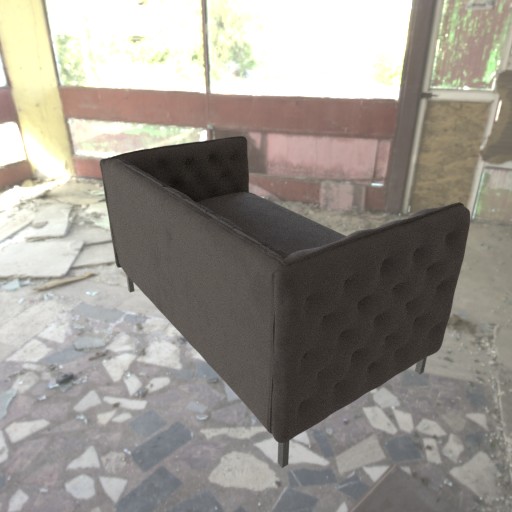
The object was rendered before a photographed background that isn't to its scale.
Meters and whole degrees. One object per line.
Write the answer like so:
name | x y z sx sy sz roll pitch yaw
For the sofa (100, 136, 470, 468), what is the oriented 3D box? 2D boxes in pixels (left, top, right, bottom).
sofa | 0.000 0.000 2.119 0.909 0.810 1.583 -18 32 -31
